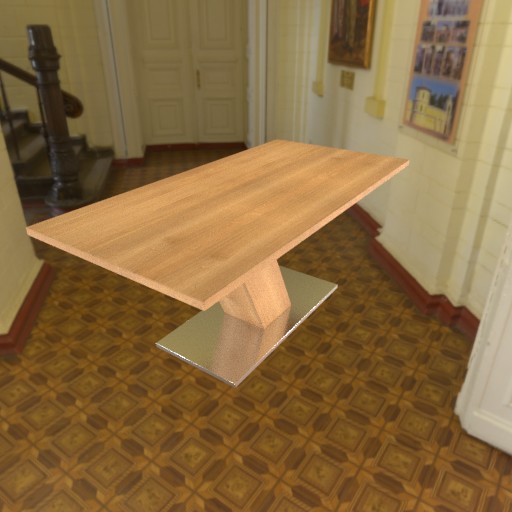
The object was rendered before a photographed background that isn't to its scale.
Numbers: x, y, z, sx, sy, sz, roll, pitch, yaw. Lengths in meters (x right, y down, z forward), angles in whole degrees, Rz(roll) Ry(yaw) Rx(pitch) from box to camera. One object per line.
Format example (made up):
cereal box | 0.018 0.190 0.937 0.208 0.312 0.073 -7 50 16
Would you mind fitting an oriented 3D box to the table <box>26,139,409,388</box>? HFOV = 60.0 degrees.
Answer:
table | 0.000 0.000 2.301 0.900 0.750 1.800 18 33 30
